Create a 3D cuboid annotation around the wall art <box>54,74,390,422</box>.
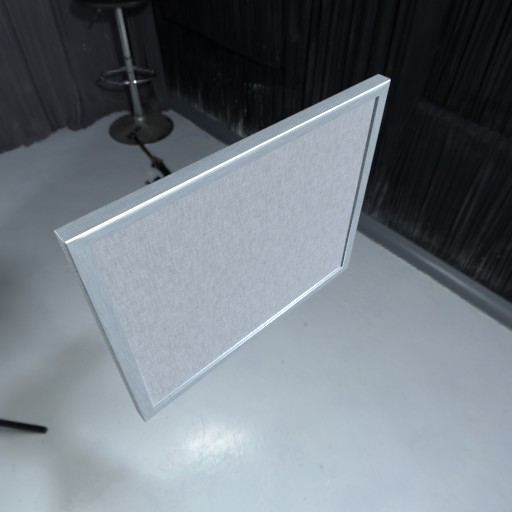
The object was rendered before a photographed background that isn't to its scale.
[{"bbox_3d":[0.000,0.000,0.758,0.556,0.457,0.028,-33,55,-27],"label":"wall art"}]
